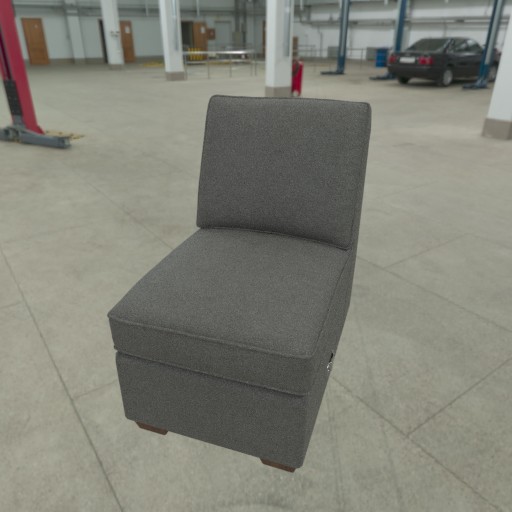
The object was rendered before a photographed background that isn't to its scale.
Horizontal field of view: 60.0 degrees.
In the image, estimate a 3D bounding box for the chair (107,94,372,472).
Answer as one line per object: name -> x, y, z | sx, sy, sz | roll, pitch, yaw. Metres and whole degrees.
chair -> 0.000, 0.000, 1.534 | 0.621, 0.970, 0.938 | 9, 28, 17
